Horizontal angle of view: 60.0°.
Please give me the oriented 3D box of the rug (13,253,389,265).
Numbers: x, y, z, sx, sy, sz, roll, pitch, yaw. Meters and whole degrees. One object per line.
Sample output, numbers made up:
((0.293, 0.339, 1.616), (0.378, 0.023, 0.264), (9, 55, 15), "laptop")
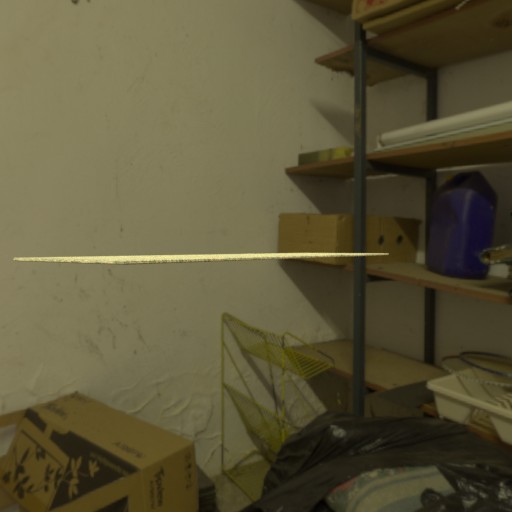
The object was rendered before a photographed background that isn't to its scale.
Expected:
((0.000, 0.000, 2.459), (0.700, 0.014, 2.290), (1, 1, 36), "rug")
